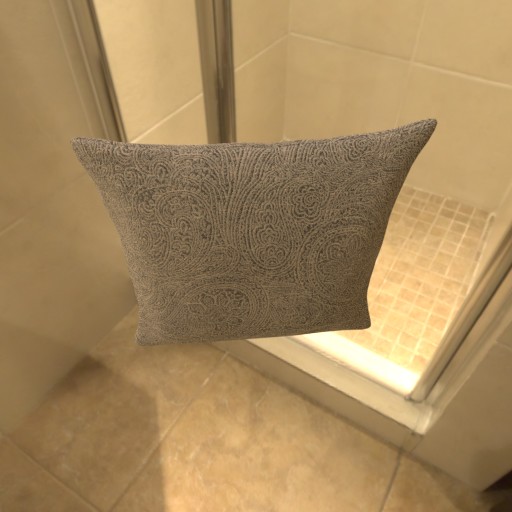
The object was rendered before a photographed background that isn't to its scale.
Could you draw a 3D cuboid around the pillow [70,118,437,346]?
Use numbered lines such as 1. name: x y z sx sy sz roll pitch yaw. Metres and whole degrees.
1. pillow: 0.000 0.000 0.800 0.523 0.510 0.166 -4 47 -4
